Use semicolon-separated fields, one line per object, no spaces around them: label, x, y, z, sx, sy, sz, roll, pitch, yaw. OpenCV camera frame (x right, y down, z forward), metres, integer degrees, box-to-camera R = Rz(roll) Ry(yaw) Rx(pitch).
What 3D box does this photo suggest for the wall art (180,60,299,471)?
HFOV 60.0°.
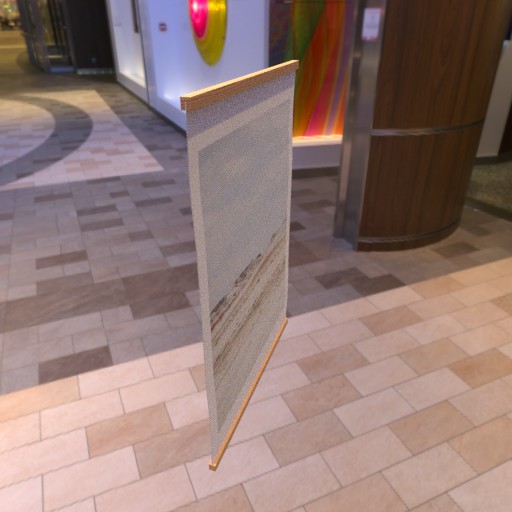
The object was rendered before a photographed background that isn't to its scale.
wall art;0.000;0.000;1.327;0.020;1.016;0.739;10;30;17
